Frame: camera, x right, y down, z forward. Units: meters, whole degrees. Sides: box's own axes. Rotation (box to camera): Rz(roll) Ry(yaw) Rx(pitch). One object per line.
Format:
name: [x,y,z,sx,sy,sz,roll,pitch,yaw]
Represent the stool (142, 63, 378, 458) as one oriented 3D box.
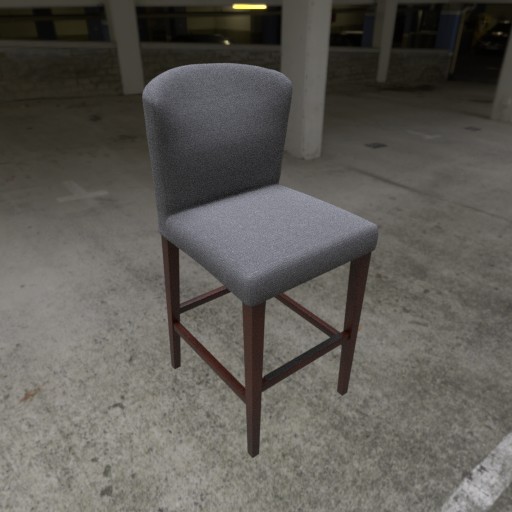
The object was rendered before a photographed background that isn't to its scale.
stool: [0.000,0.000,1.396,0.486,1.069,0.568,-21,37,-32]
